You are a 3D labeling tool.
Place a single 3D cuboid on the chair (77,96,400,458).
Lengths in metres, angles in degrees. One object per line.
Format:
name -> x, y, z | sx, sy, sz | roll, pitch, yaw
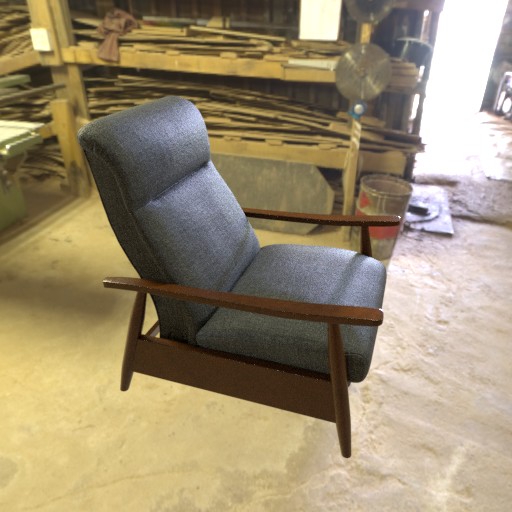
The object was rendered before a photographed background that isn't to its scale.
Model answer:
chair -> 0.000, 0.000, 1.753 | 1.030, 1.082, 0.762 | 10, 31, 17
